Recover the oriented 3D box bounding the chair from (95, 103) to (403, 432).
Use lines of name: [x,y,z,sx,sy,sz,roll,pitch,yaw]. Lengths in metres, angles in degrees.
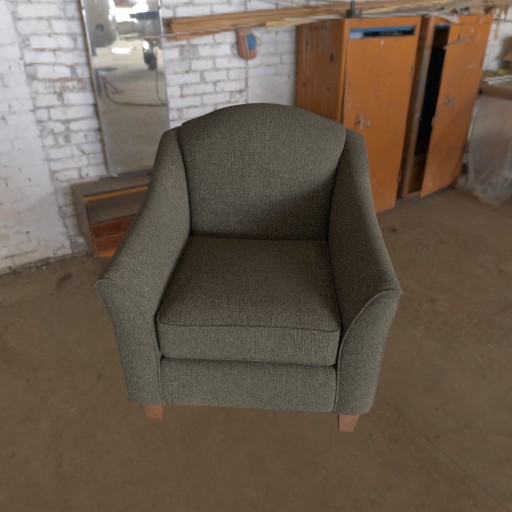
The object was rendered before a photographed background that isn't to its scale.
chair: [0.000,0.000,1.464,0.763,0.839,0.787,2,30,3]
